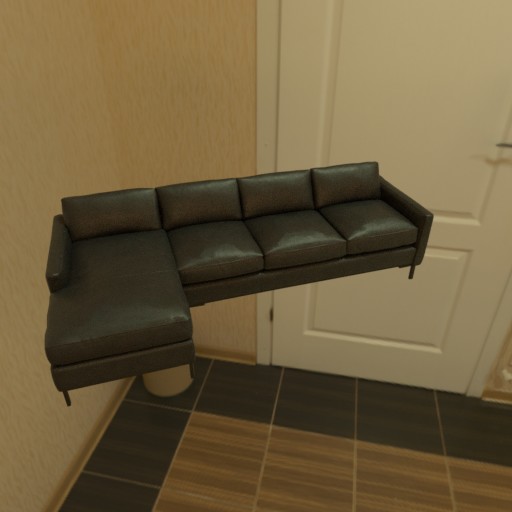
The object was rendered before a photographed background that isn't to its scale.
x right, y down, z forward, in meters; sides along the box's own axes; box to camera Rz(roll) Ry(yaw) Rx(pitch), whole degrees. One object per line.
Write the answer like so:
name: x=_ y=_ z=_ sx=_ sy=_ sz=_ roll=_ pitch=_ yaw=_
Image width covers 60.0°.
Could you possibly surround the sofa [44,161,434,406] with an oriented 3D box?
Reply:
sofa: x=0.000 y=0.000 z=3.481 sx=2.993 sy=0.859 sz=1.471 roll=-9 pitch=33 yaw=-15
